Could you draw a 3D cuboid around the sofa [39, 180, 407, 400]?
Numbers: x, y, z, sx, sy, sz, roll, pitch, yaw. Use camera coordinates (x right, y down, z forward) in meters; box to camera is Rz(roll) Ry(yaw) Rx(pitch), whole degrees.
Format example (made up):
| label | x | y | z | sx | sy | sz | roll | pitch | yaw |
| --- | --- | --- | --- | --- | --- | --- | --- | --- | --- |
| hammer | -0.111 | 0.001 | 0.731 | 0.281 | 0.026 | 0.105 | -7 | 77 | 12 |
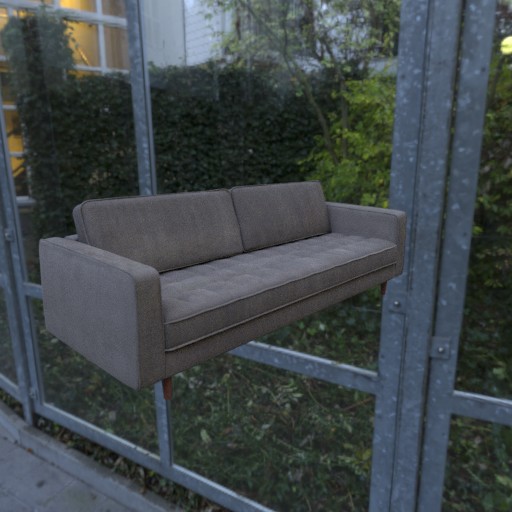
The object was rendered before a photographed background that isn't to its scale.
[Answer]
| label | x | y | z | sx | sy | sz | roll | pitch | yaw |
| --- | --- | --- | --- | --- | --- | --- | --- | --- | --- |
| sofa | 0.000 | 0.000 | 2.745 | 0.923 | 0.813 | 2.295 | 13 | 19 | 42 |
